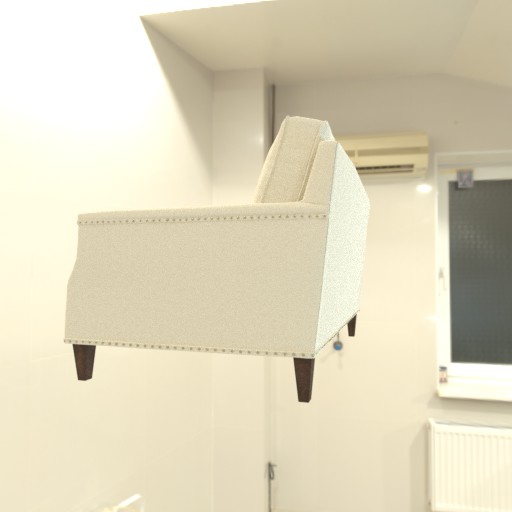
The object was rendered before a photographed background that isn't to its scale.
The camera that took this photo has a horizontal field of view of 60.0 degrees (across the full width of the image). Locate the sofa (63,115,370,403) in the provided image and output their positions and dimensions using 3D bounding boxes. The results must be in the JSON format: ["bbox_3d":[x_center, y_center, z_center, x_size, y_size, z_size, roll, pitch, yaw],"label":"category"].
[{"bbox_3d":[0.000,0.000,2.305,1.084,1.003,1.597,0,-1,18],"label":"sofa"}]
